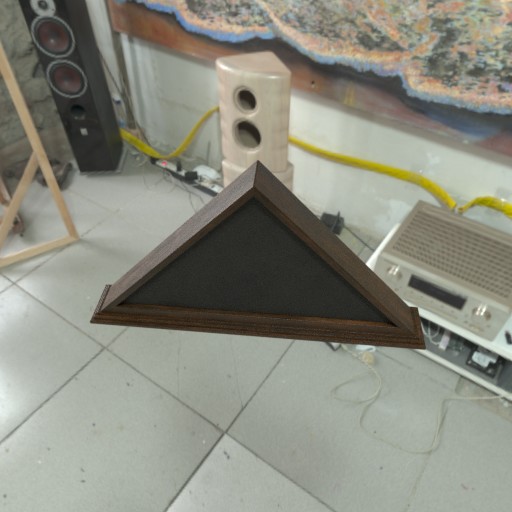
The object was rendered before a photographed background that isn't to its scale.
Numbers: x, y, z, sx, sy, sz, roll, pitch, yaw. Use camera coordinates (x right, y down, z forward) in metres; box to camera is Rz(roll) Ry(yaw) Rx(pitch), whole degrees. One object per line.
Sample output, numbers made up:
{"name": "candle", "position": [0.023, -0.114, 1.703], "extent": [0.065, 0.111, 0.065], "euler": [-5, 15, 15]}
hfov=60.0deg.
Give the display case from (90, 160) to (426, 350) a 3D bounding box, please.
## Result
{"name": "display case", "position": [0.000, 0.000, 0.755], "extent": [0.640, 0.340, 0.095], "euler": [4, 46, 4]}
